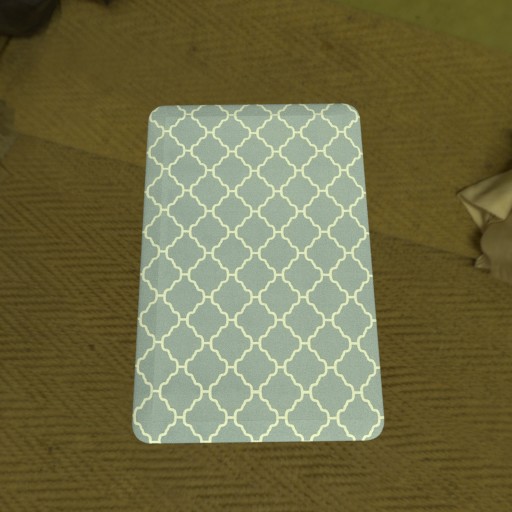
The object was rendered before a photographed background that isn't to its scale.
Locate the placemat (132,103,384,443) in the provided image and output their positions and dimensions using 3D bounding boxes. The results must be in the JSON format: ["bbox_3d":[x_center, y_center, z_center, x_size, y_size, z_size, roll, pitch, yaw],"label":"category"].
[{"bbox_3d":[0.000,0.000,0.972,0.508,0.021,0.762,-1,75,0],"label":"placemat"}]
